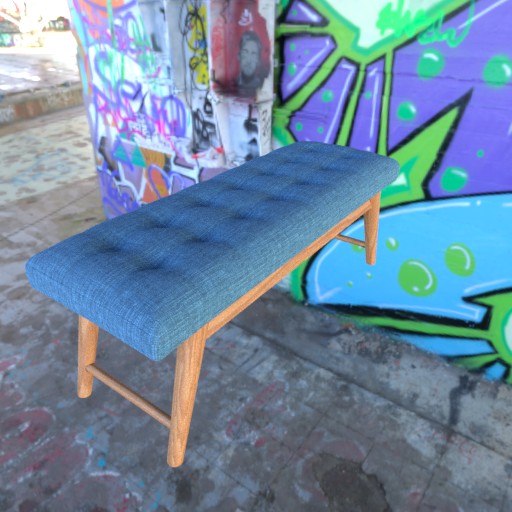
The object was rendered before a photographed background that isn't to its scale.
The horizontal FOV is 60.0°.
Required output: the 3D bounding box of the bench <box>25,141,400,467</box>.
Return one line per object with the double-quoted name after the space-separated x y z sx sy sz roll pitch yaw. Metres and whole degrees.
0.000 0.000 1.302 0.406 0.432 1.118 20 36 31 "bench"
